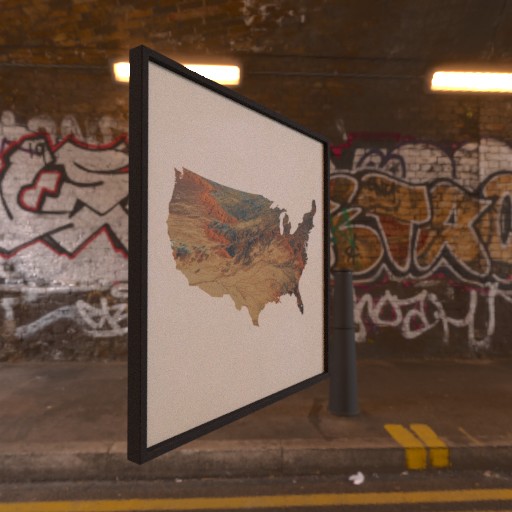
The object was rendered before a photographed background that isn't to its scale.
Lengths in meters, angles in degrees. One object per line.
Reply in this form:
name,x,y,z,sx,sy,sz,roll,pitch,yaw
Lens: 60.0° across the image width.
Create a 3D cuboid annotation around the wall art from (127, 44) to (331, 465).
wall art,0.000,0.000,1.121,0.038,0.762,0.762,-1,-1,36
